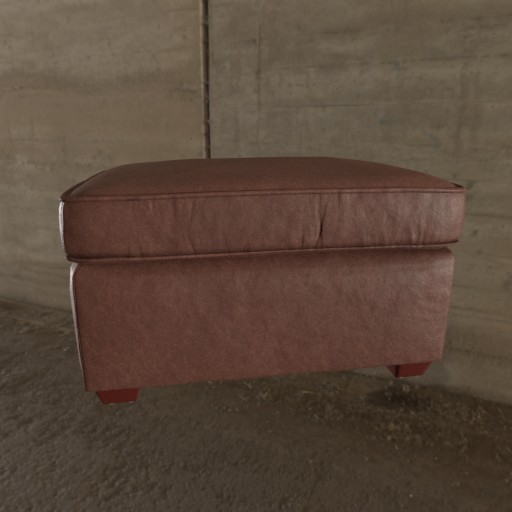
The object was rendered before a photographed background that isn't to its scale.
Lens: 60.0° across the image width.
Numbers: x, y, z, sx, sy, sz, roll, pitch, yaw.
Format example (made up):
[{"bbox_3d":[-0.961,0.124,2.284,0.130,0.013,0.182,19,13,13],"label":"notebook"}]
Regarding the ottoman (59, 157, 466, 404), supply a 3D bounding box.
[{"bbox_3d":[0.000,0.000,1.049,0.749,0.449,0.548,-3,16,-9],"label":"ottoman"}]
